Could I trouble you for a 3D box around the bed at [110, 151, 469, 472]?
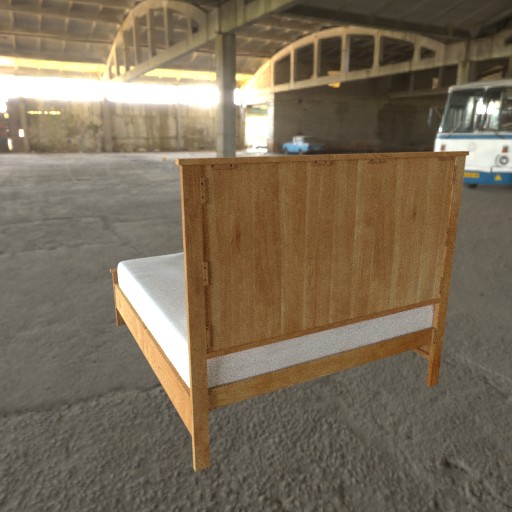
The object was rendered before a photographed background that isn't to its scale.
[{"bbox_3d":[0.000,0.000,3.573,1.936,1.686,2.201,-8,17,-27],"label":"bed"}]
